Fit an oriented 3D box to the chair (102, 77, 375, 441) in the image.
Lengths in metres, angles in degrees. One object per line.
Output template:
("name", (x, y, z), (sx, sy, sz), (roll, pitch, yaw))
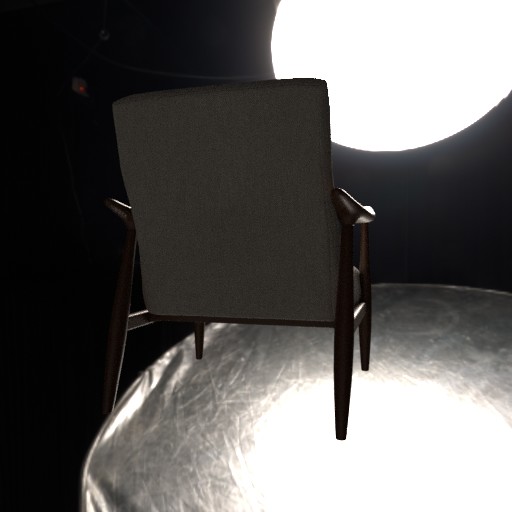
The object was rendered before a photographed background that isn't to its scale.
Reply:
("chair", (0.000, 0.000, 1.429), (0.741, 0.832, 0.798), (0, 0, 16))
